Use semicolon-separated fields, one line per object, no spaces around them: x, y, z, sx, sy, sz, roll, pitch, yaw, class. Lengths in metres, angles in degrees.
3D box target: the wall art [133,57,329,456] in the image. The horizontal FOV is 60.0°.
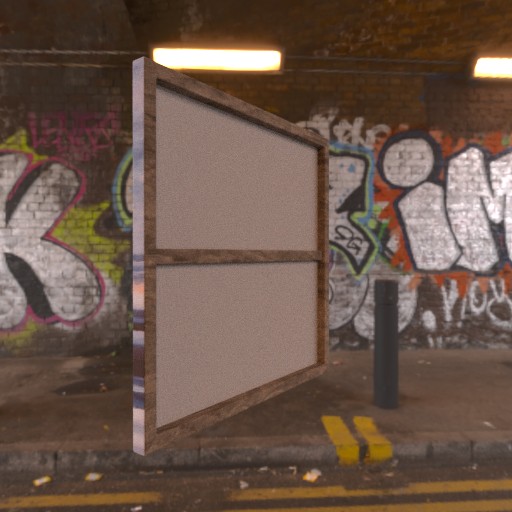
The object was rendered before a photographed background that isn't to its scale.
0.000;0.000;1.135;0.035;0.747;0.747;0;0;36;wall art
